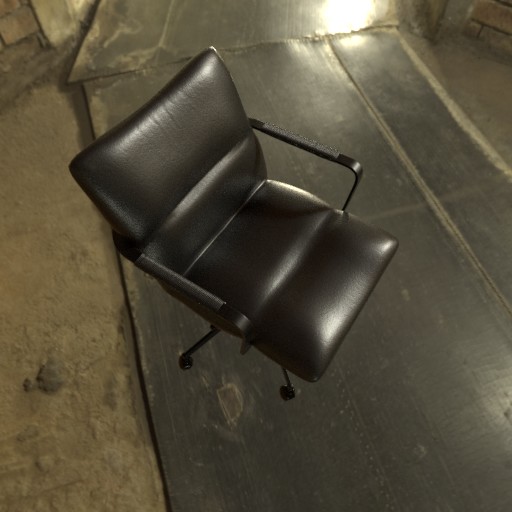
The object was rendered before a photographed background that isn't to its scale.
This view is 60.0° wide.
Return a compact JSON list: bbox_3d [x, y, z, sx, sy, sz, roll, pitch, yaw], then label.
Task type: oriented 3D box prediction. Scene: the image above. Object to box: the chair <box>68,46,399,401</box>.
[{"bbox_3d":[0.000,0.000,1.437,0.748,0.922,0.719,30,63,17],"label":"chair"}]
